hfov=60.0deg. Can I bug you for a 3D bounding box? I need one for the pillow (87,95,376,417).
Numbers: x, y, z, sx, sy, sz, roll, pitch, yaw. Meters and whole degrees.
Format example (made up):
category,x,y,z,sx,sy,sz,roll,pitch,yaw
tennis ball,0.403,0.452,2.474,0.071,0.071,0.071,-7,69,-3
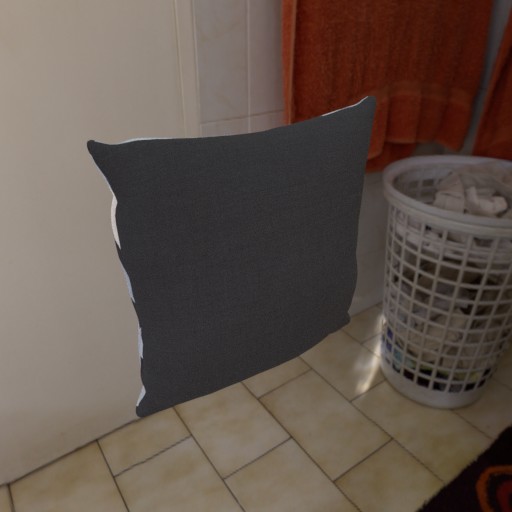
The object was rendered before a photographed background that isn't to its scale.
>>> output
category,x,y,z,sx,sy,sz,roll,pitch,yaw
pillow,0.000,0.000,0.778,0.503,0.496,0.208,-18,34,-28
